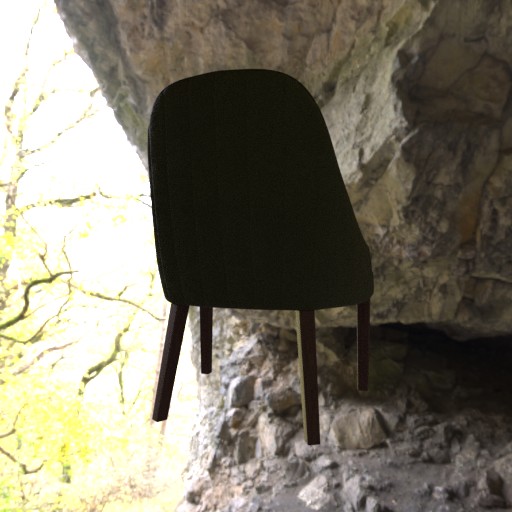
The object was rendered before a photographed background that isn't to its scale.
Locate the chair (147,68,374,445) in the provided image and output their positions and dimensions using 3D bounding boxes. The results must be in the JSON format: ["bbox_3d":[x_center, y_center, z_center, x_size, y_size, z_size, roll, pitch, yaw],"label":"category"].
[{"bbox_3d":[0.000,0.000,1.310,0.643,0.889,0.575,0,1,19],"label":"chair"}]
